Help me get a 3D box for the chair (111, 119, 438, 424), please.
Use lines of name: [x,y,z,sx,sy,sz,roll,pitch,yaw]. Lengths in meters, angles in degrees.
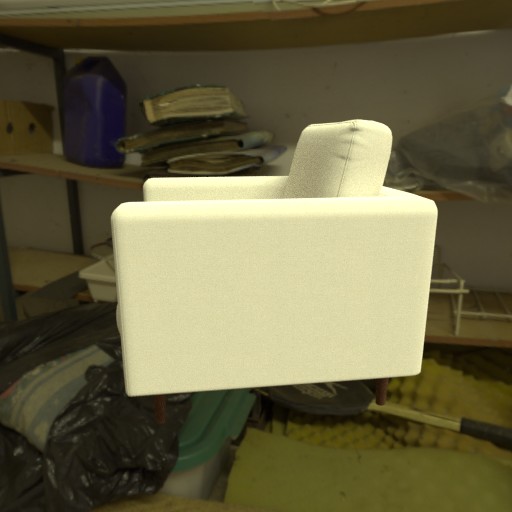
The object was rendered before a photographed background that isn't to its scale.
chair: [0.000,0.000,1.550,0.879,0.899,0.831,-2,15,-7]
